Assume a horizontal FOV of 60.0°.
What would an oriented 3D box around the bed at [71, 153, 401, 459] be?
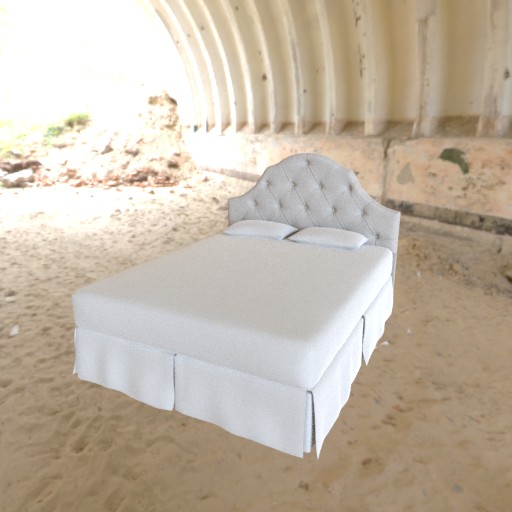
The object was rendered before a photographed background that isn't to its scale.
[{"bbox_3d":[0.000,0.000,3.836,2.039,1.617,2.477,8,18,26],"label":"bed"}]
